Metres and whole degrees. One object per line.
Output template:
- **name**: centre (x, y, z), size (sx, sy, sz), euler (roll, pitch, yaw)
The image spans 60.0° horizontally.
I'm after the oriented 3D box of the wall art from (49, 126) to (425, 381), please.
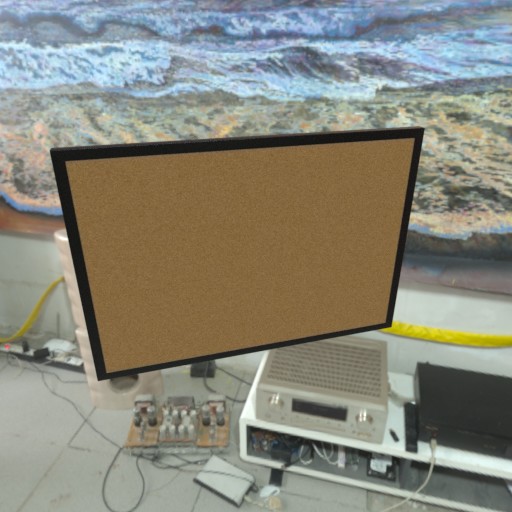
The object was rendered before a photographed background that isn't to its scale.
- **wall art**: centre (0.000, 0.000, 0.578), size (0.440, 0.306, 0.013), euler (-7, 28, -14)
